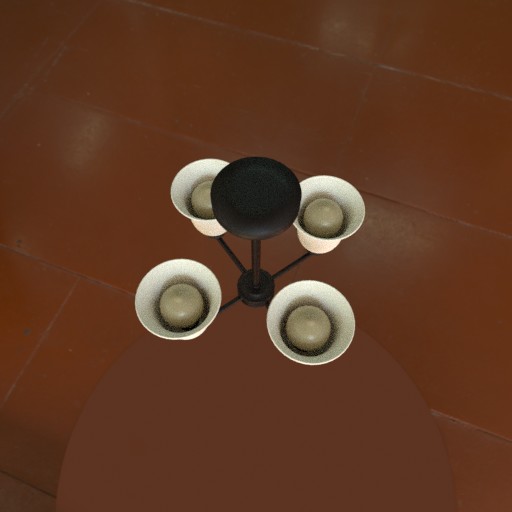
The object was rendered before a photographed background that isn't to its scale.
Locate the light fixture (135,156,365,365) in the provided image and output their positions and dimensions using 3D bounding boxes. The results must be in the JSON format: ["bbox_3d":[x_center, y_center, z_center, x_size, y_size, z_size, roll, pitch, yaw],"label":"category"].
[{"bbox_3d":[0.000,0.000,1.869,1.069,0.925,1.069,-32,67,-15],"label":"light fixture"}]
